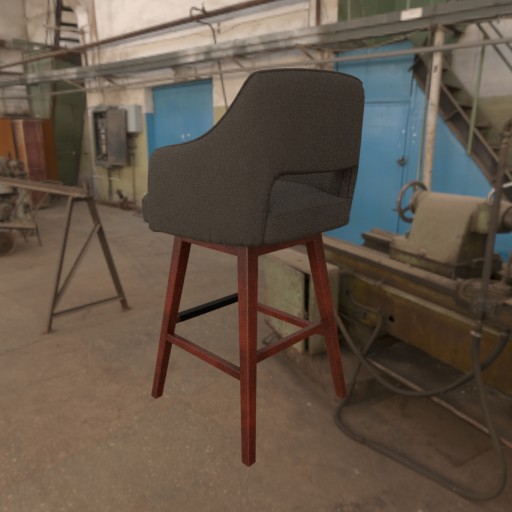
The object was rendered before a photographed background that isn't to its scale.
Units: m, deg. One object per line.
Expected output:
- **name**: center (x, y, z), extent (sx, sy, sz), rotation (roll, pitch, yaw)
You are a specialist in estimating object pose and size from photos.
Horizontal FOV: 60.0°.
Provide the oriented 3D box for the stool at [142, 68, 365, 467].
- **stool**: center (0.000, 0.000, 1.362), extent (0.558, 1.012, 0.548), rotation (15, 22, 43)
